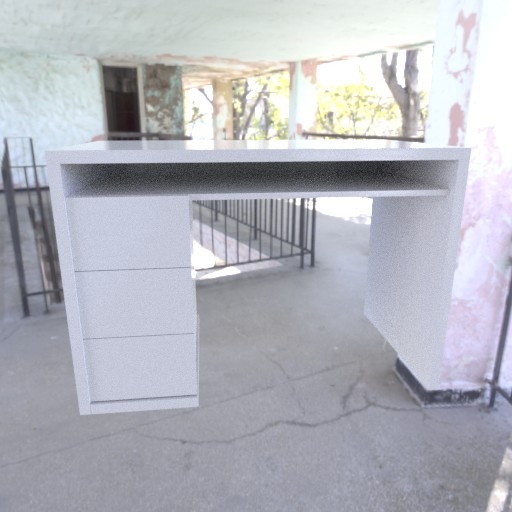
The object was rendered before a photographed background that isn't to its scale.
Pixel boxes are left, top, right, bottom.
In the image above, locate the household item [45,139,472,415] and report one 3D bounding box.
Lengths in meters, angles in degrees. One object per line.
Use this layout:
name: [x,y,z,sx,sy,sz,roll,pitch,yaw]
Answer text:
household item: [0.000,0.000,1.523,1.100,0.749,0.597,-2,17,-6]
